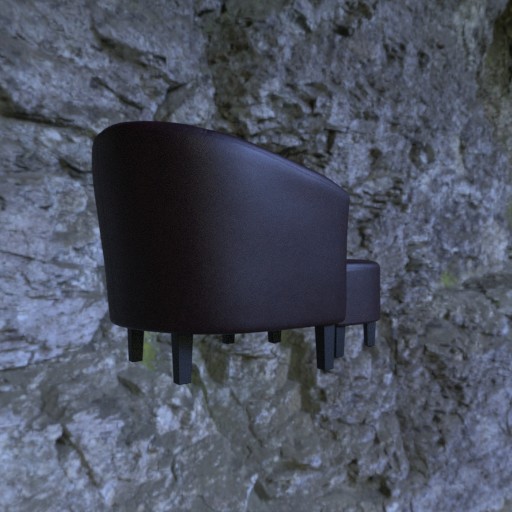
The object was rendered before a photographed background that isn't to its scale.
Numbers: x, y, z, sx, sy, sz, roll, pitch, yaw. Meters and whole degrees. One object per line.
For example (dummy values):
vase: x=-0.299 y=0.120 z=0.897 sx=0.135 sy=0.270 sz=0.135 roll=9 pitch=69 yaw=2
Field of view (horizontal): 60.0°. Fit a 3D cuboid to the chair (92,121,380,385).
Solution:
chair: x=0.000 y=0.000 z=1.667 sx=1.176 sy=0.755 sz=0.737 roll=1 pitch=-2 yaw=-36
